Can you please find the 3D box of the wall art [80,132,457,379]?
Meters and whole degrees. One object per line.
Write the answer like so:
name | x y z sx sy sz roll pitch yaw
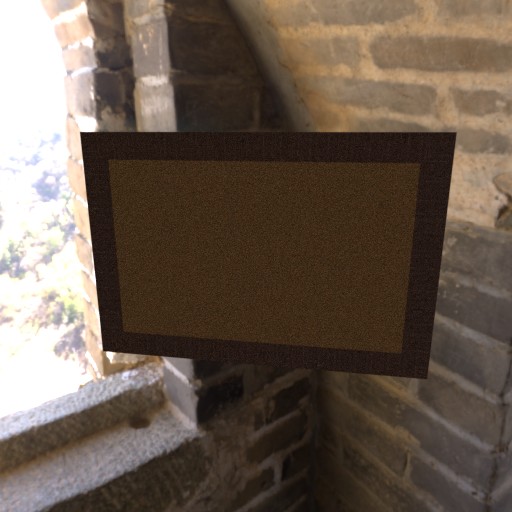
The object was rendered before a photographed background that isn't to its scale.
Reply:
wall art | 0.000 0.000 1.163 0.917 0.626 0.019 3 16 9
